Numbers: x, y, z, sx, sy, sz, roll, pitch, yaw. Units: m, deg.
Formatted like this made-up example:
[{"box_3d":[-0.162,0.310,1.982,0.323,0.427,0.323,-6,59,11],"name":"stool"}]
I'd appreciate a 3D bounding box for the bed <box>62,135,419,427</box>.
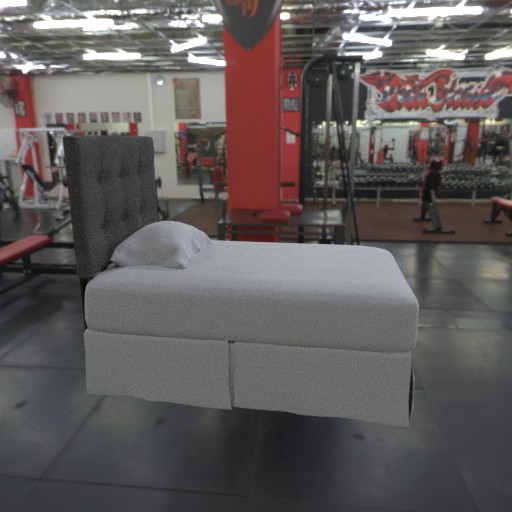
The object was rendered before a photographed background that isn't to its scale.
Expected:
[{"box_3d":[0.000,0.000,2.995,1.997,1.571,1.261,2,15,9],"name":"bed"}]
